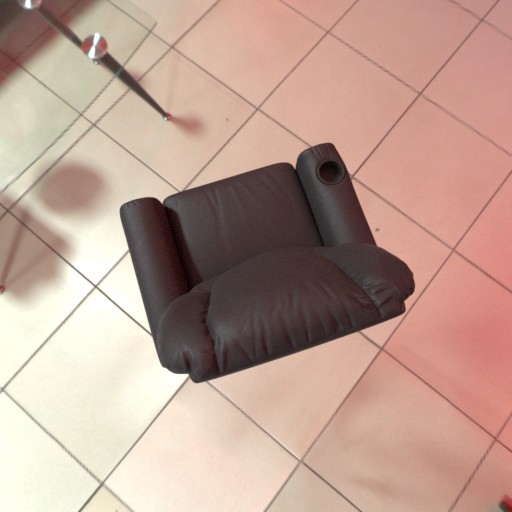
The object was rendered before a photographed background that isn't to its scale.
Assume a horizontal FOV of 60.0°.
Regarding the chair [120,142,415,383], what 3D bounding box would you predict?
[{"bbox_3d":[0.000,0.000,1.126,0.610,0.709,0.521,-18,76,-4],"label":"chair"}]
